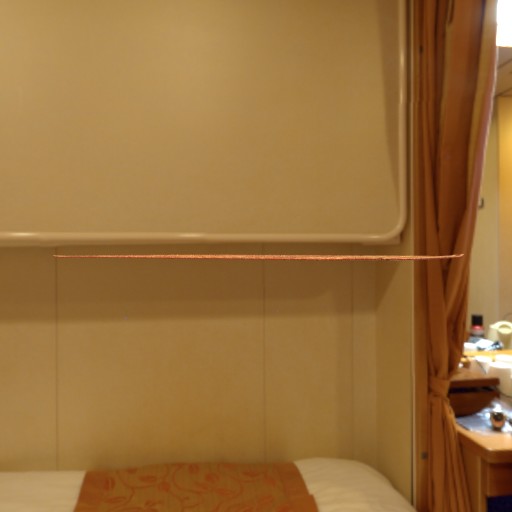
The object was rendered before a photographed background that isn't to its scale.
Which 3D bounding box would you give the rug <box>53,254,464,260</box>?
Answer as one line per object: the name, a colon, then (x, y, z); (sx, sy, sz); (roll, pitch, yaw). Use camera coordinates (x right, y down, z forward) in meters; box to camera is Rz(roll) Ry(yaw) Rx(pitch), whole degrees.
rug: (0.000, 0.000, 2.944); (2.286, 0.026, 1.521); (0, 1, 35)
